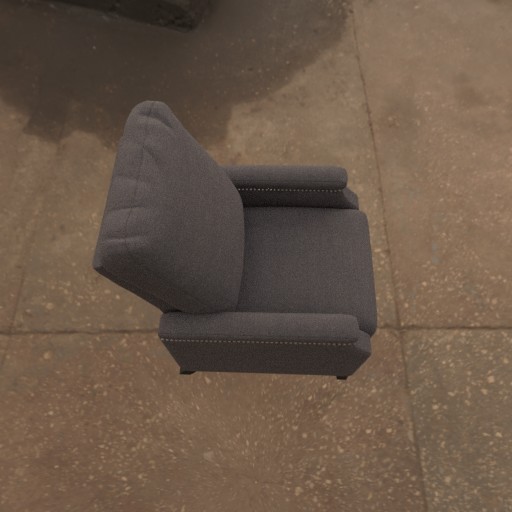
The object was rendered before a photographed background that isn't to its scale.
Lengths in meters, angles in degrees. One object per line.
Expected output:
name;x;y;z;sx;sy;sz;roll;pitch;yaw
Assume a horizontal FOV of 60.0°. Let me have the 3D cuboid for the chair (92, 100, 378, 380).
chair;0.000;0.000;1.683;0.922;1.049;0.710;2;63;1
